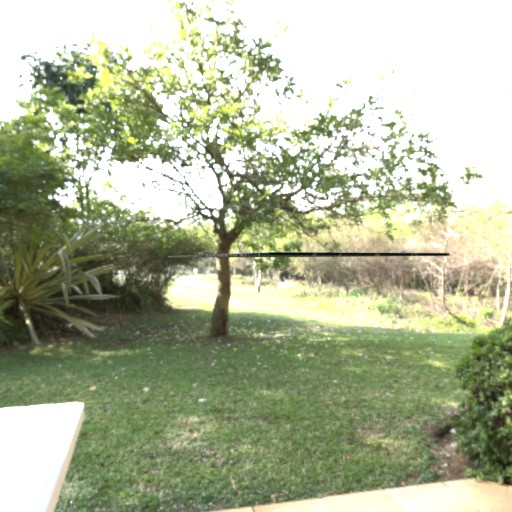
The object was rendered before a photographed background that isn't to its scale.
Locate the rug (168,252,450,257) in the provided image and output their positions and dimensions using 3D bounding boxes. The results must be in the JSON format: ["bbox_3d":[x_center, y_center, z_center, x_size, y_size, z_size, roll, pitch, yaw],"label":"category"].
[{"bbox_3d":[0.000,0.000,2.743,0.750,0.011,2.435,0,0,-19],"label":"rug"}]
